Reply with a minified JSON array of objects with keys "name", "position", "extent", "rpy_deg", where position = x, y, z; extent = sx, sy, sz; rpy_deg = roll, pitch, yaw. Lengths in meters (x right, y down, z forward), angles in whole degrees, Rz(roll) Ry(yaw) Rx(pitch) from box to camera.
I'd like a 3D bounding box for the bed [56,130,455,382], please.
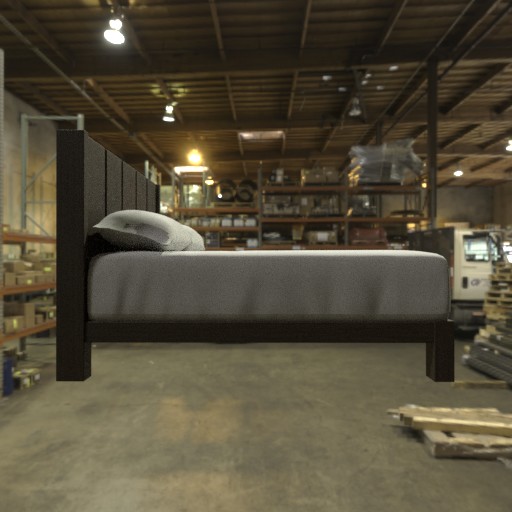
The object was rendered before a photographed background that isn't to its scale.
[{"name":"bed","position":[0.000,0.000,3.081],"extent":[1.992,1.261,1.735],"rpy_deg":[0,0,0]}]
